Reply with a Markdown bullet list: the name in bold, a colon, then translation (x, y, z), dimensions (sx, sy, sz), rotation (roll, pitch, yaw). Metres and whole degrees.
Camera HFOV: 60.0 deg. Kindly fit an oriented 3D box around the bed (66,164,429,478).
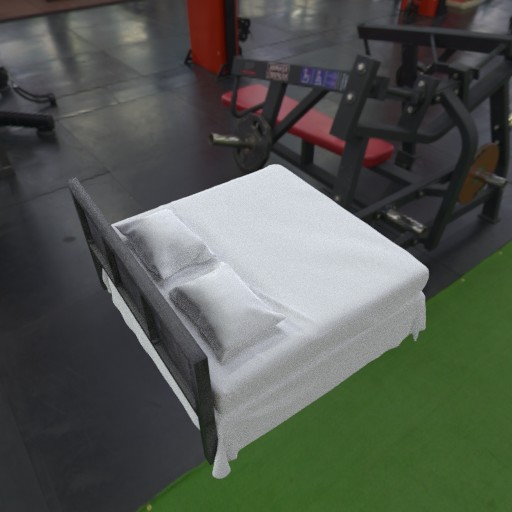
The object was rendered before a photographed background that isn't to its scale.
- **bed**: translation (0.000, 0.000, 3.601), dimensions (2.165, 1.158, 2.255), rotation (-25, 47, -25)
